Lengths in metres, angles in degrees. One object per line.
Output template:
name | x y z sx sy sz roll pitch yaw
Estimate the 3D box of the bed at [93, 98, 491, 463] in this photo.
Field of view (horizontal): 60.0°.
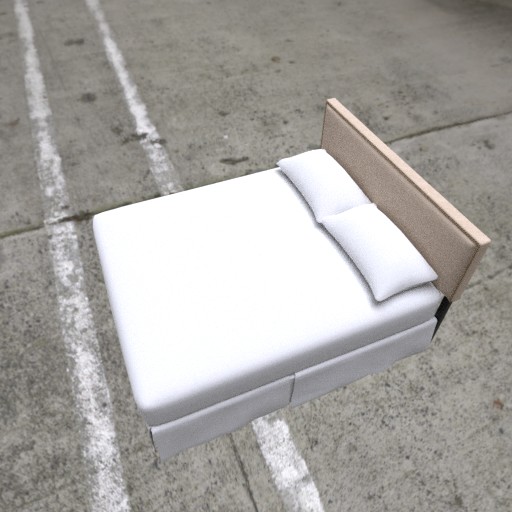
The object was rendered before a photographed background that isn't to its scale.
bed | 0.000 0.000 2.815 1.876 1.016 1.616 -17 49 -15
